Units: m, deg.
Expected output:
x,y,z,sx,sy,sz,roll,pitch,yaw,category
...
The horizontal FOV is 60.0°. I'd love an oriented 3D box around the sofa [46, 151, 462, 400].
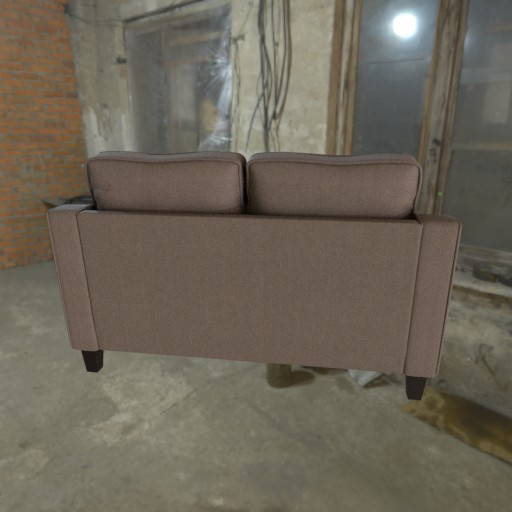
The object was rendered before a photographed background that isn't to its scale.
x,y,z,sx,sy,sz,roll,pitch,yaw,category
0.000,0.000,2.014,1.500,0.948,0.791,2,17,8,sofa
